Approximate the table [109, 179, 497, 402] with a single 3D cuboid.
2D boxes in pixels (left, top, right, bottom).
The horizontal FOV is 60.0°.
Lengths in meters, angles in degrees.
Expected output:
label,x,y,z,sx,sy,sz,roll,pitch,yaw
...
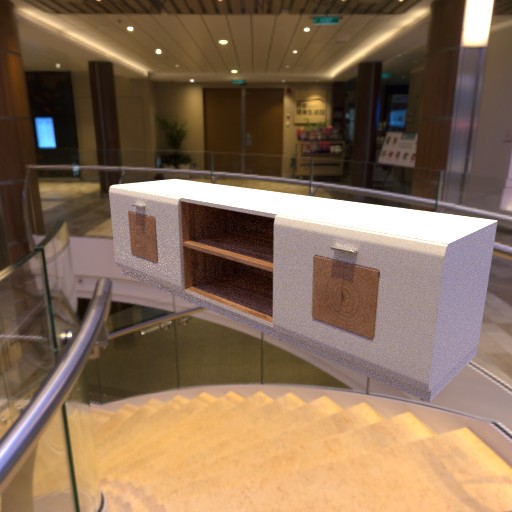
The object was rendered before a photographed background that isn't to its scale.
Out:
label,x,y,z,sx,sy,sz,roll,pitch,yaw
table,0.000,0.000,1.718,1.550,0.440,0.400,15,22,42
